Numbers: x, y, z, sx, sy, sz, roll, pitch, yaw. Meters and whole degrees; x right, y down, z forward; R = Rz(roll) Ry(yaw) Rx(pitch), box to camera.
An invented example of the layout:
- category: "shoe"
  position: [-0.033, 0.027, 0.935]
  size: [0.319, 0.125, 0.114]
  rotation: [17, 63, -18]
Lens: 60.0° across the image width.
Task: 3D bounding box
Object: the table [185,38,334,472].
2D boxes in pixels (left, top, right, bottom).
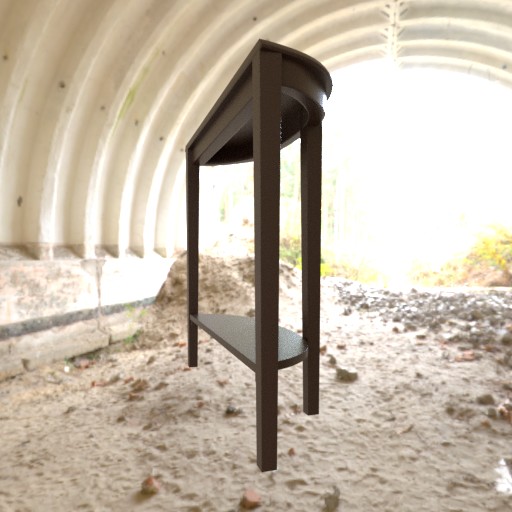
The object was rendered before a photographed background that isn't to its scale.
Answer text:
- category: "table"
  position: [0.000, 0.000, 1.303]
  size: [0.274, 0.831, 0.909]
  rotation: [0, 0, -18]
